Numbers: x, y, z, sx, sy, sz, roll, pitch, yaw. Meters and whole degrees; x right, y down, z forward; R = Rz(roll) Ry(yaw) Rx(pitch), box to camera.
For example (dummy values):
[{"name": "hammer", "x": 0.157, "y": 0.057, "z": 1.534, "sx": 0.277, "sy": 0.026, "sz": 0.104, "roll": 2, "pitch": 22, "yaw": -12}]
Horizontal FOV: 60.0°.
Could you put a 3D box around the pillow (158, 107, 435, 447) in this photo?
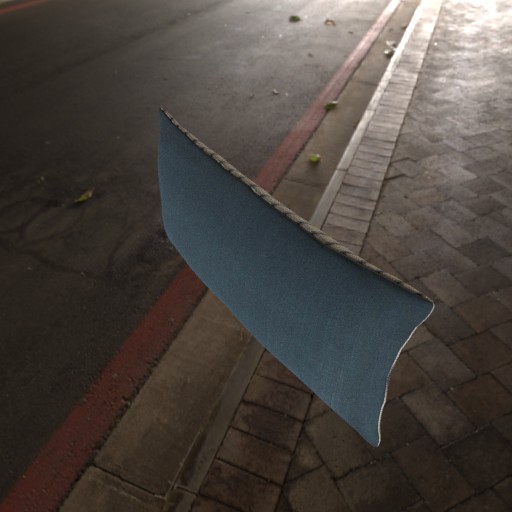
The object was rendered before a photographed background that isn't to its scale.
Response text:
[{"name": "pillow", "x": 0.000, "y": 0.000, "z": 0.729, "sx": 0.151, "sy": 0.305, "sz": 0.609, "roll": -25, "pitch": 46, "yaw": -27}]
